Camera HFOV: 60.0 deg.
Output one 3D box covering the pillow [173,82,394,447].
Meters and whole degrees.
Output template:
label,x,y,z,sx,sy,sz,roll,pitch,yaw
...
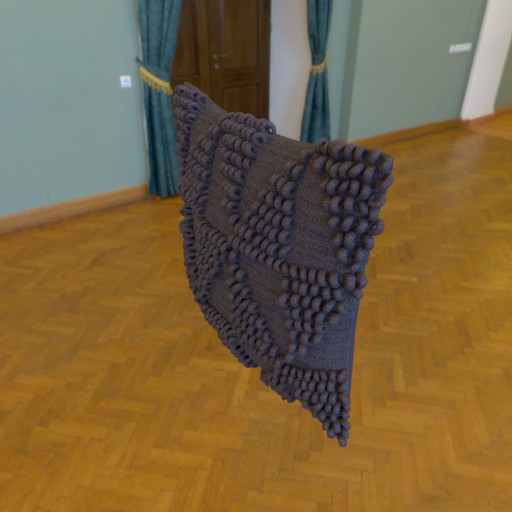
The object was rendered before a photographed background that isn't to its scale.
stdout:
label,x,y,z,sx,sy,sz,roll,pitch,yaw
pillow,0.000,0.000,0.715,0.172,0.467,0.470,-21,37,-30
